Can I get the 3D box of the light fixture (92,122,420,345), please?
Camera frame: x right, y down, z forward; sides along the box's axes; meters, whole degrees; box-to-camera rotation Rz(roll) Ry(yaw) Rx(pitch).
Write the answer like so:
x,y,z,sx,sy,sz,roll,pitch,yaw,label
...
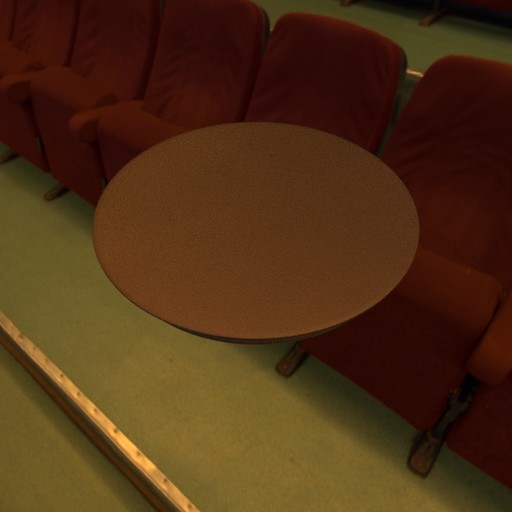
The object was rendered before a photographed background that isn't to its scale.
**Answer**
x,y,z,sx,sy,sz,roll,pitch,yaw,label
0.000,0.000,0.438,0.280,0.135,0.280,0,46,0,light fixture
